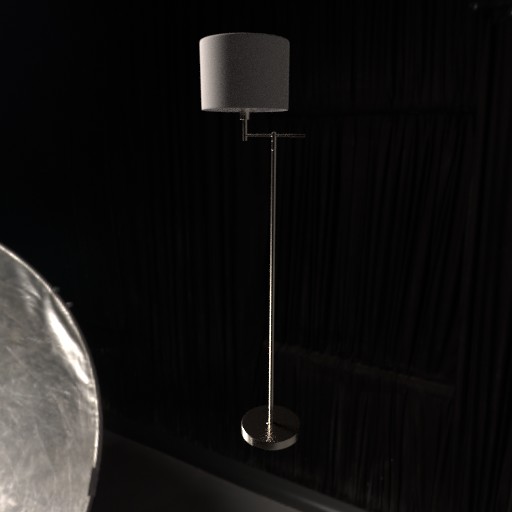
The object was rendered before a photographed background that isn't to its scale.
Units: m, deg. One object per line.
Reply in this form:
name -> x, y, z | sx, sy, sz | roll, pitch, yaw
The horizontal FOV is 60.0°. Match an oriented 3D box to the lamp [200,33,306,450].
lamp -> 0.000, 0.000, 1.806 | 0.416, 1.600, 0.324 | 8, 18, 26
